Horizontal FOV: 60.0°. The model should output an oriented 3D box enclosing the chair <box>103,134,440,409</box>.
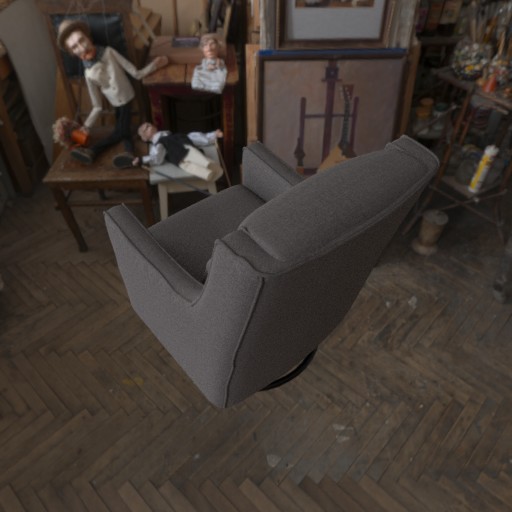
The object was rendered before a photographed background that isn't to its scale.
[{"bbox_3d":[0.000,0.000,1.593,0.732,0.993,0.879,-32,53,-27],"label":"chair"}]
